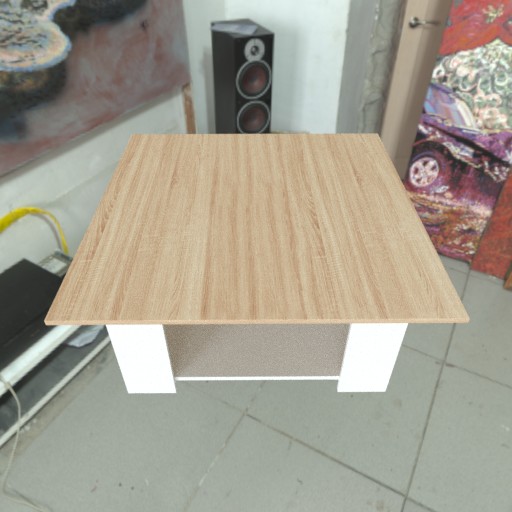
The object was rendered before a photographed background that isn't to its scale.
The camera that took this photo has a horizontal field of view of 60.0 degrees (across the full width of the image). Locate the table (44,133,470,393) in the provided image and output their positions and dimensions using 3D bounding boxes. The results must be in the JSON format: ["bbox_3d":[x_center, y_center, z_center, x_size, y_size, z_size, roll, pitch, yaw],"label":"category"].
[{"bbox_3d":[0.000,0.000,1.050,0.670,0.305,0.670,0,40,0],"label":"table"}]
